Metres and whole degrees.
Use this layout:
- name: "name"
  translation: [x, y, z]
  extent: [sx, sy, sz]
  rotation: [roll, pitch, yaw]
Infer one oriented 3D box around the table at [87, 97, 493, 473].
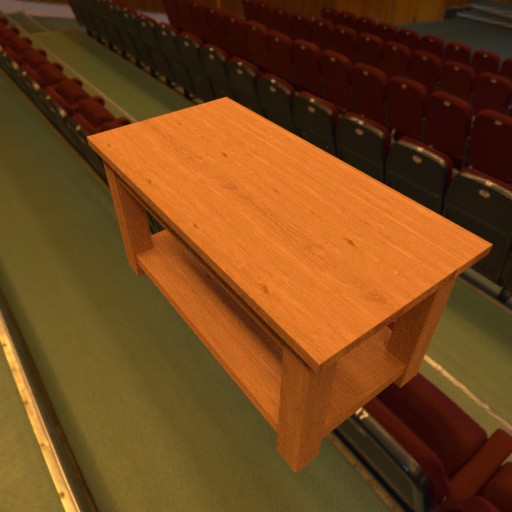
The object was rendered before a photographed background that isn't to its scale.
- name: "table"
  translation: [0.000, 0.000, 1.159]
  extent: [0.450, 0.452, 0.899]
  rotation: [-27, 48, -27]
